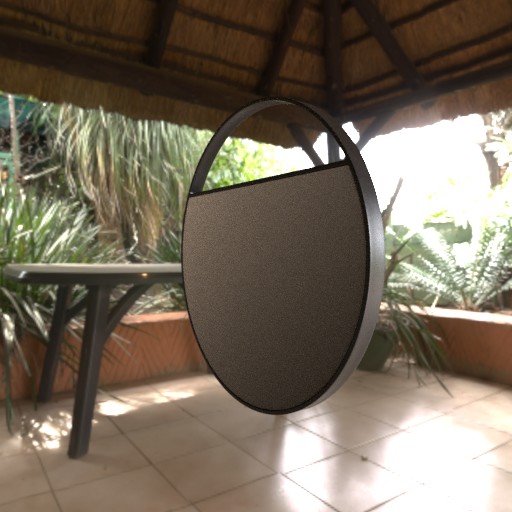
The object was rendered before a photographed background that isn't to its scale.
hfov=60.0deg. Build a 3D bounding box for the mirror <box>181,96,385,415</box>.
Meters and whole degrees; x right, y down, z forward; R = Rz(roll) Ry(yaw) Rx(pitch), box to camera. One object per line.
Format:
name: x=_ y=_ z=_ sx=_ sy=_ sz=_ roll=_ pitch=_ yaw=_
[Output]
mirror: x=0.000 y=0.000 z=0.828 sx=0.032 sy=0.565 sz=0.565 roll=-1 pitch=1 yaw=-36
